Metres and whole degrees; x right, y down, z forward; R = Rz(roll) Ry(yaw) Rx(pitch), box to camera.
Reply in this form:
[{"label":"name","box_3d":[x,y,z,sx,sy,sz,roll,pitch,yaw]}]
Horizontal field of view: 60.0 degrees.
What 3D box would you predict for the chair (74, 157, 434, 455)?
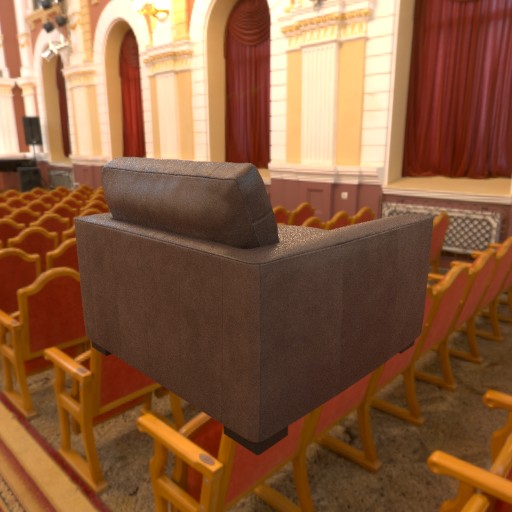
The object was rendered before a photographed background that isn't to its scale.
[{"label":"chair","box_3d":[0.000,0.000,1.849,1.100,0.812,1.069,13,19,43]}]
